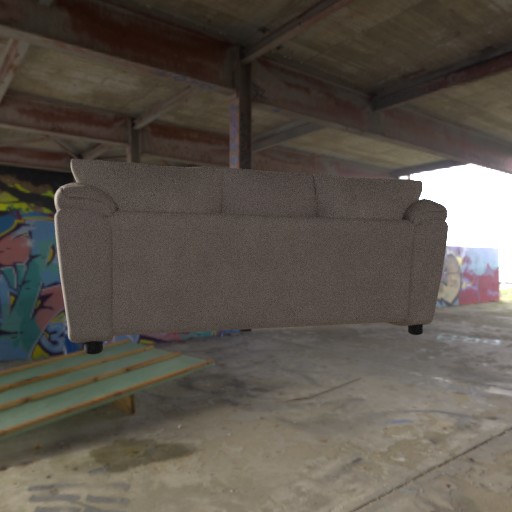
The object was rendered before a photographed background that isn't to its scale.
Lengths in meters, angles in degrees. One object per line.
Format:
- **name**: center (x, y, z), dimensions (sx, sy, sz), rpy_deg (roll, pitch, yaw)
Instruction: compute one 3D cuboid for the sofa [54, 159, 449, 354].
- **sofa**: center (0.000, 0.000, 2.806), dimensions (2.334, 0.996, 0.878), rpy_deg (0, 0, -17)
